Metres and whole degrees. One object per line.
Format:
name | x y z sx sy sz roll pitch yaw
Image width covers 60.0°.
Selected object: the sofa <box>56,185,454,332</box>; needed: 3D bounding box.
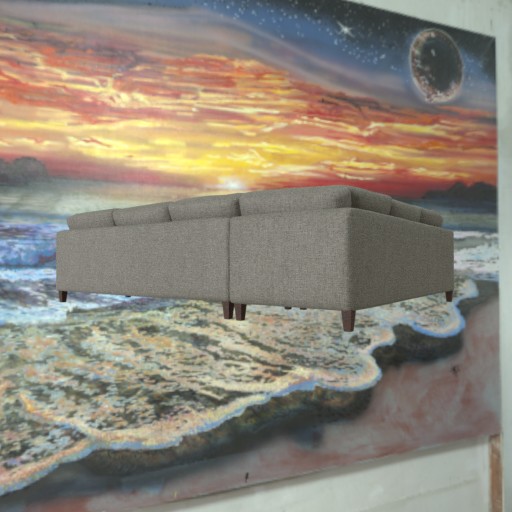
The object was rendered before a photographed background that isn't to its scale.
sofa | 0.000 0.000 4.577 3.302 0.947 2.593 -1 -1 37
